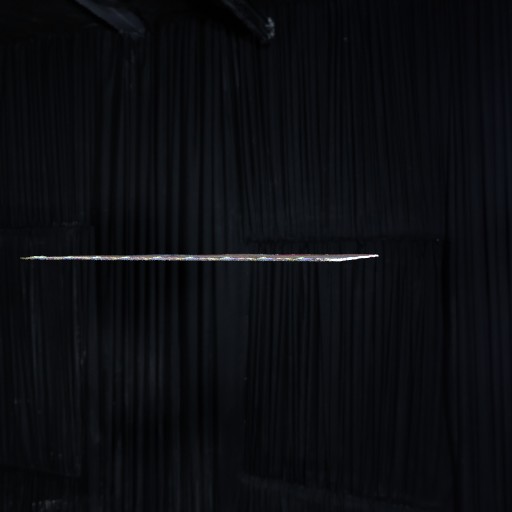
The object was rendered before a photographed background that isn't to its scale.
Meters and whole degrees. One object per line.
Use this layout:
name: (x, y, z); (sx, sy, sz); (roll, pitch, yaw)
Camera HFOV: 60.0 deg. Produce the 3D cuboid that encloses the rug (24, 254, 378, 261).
rug: (0.000, 0.000, 2.218); (1.084, 0.013, 1.849); (0, 0, 19)
